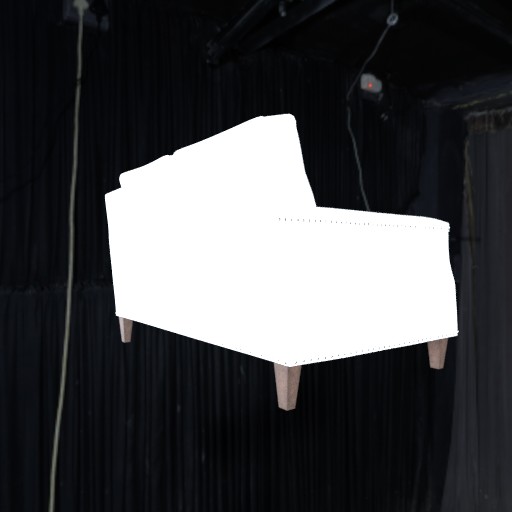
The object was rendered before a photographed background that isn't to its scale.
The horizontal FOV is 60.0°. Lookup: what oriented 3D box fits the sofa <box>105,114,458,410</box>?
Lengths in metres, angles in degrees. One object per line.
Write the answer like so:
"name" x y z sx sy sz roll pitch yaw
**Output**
"sofa" 0.000 0.000 2.273 1.084 1.003 1.597 0 0 -37
